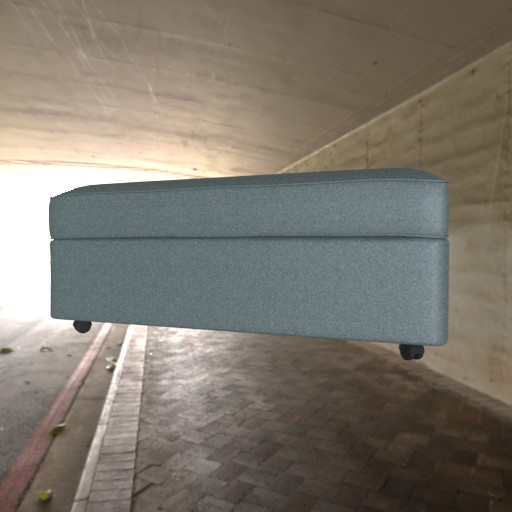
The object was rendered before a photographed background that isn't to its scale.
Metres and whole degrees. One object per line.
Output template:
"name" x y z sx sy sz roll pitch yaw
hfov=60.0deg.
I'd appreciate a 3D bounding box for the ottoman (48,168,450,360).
"ottoman" 0.000 0.000 1.509 1.173 0.494 0.681 1 2 20
